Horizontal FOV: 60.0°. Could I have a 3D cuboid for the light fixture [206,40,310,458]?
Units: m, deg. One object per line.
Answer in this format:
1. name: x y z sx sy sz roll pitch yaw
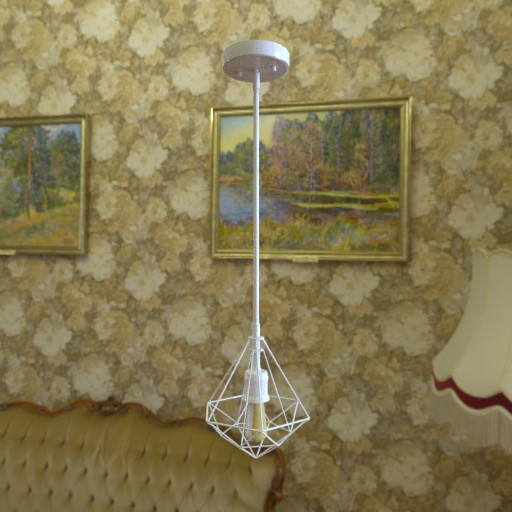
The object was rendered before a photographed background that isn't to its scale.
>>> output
1. light fixture: 0.000 0.000 1.947 0.487 1.764 0.431 1 -1 -35
